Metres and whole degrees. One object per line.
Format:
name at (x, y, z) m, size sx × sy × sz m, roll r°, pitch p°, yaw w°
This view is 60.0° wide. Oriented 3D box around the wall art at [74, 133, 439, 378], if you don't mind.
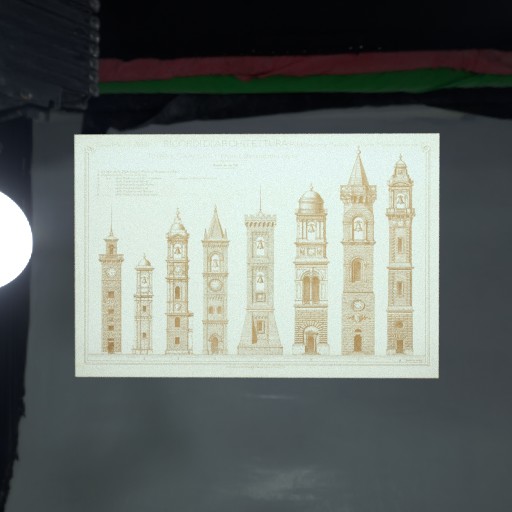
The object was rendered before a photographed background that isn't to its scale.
wall art at (0.000, 0.000, 0.761) m, size 0.609 × 0.407 × 0.039 m, roll 0°, pitch 0°, yaw 1°
